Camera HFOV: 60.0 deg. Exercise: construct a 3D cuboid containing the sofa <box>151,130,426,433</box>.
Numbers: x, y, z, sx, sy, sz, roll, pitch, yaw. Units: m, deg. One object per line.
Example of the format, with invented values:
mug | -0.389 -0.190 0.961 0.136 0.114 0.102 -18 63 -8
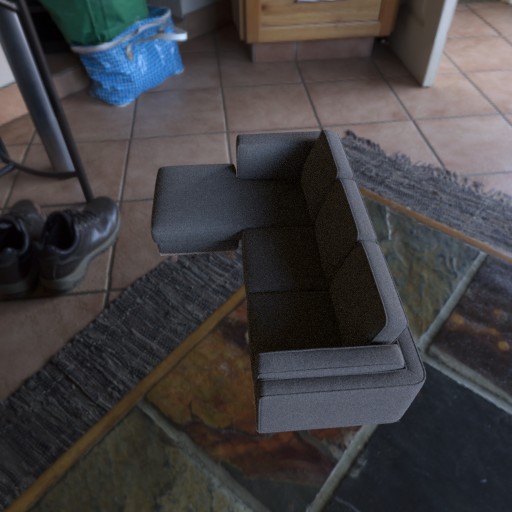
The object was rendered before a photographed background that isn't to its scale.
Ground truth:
sofa | 0.000 0.000 3.214 1.604 0.929 2.411 -3 47 -3
